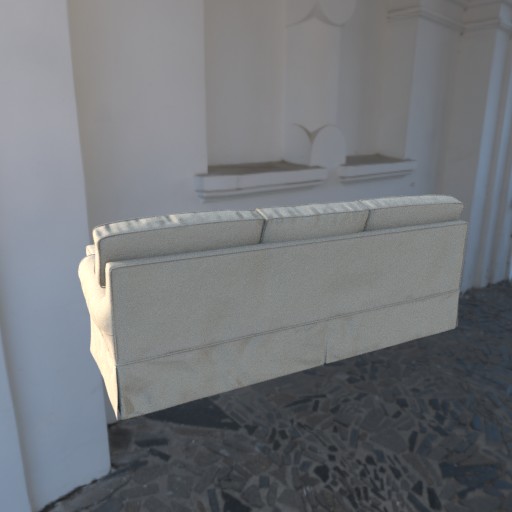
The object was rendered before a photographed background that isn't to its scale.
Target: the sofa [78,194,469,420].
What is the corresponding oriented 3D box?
[{"bbox_3d":[0.000,0.000,3.296,2.475,0.978,1.733,-8,17,-26],"label":"sofa"}]
